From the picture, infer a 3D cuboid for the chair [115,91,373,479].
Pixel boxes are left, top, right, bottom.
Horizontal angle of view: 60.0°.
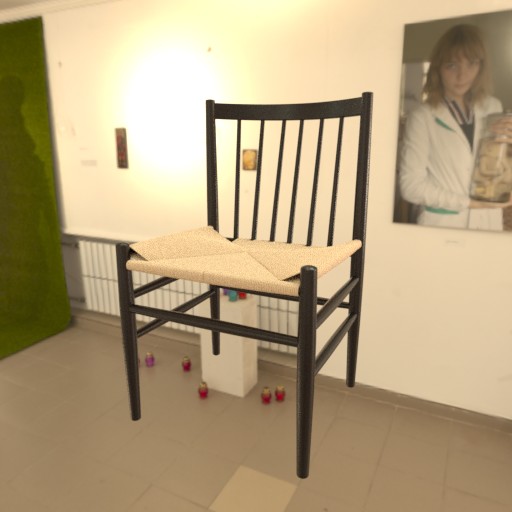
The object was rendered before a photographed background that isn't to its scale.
[{"bbox_3d":[0.000,0.000,1.158,0.495,0.818,0.516,7,16,25],"label":"chair"}]
